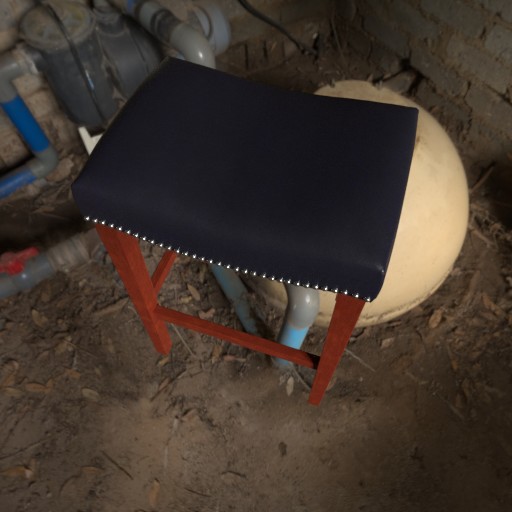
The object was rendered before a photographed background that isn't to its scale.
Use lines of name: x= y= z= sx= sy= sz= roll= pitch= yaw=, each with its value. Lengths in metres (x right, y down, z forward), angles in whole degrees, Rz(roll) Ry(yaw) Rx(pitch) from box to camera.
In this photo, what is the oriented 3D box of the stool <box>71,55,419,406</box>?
stool: x=0.000 y=0.000 z=1.022 sx=0.504 sy=0.742 sz=0.372 roll=16 pitch=59 yaw=10
